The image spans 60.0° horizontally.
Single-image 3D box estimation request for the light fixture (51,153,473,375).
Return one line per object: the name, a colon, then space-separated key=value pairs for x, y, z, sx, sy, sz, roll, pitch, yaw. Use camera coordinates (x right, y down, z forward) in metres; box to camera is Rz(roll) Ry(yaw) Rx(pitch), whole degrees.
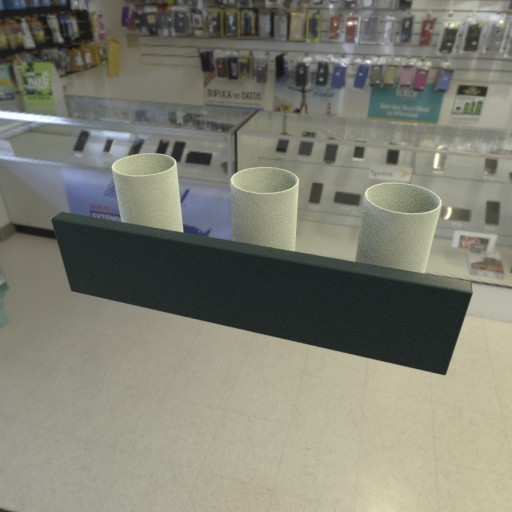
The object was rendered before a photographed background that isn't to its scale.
light fixture: x=0.000 y=0.000 z=0.535 sx=0.451 sy=0.172 sz=0.145 roll=10 pitch=34 yaw=15
